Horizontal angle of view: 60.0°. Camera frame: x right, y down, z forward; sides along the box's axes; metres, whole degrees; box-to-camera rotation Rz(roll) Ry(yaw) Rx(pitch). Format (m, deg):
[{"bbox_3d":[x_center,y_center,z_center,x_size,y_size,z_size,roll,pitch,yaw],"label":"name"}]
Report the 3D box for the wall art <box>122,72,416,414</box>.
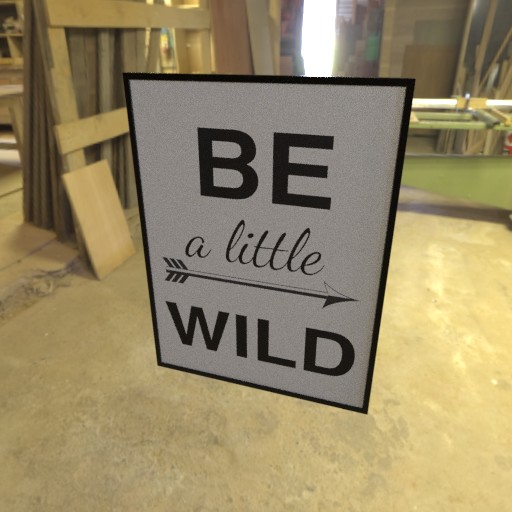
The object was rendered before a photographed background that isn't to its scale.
[{"bbox_3d":[0.000,0.000,0.769,0.442,0.582,0.013,8,27,17],"label":"wall art"}]
